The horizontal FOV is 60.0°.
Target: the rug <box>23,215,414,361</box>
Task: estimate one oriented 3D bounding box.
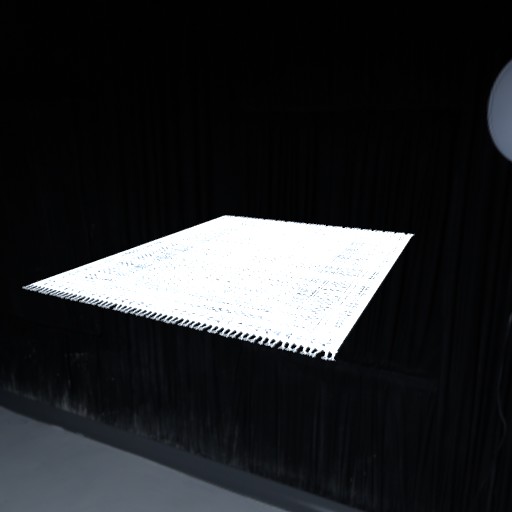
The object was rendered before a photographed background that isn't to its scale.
[{"bbox_3d":[0.000,0.000,3.934,2.312,0.013,2.940,8,18,25],"label":"rug"}]
